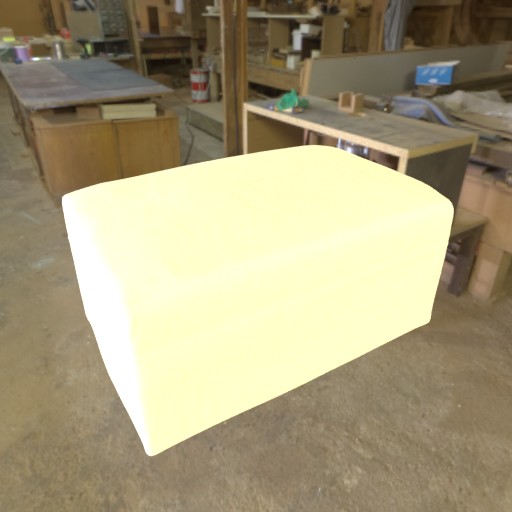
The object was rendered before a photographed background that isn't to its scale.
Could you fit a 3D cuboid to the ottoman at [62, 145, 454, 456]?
[{"bbox_3d":[0.000,0.000,1.201,0.872,0.444,0.590,-17,34,-27],"label":"ottoman"}]
